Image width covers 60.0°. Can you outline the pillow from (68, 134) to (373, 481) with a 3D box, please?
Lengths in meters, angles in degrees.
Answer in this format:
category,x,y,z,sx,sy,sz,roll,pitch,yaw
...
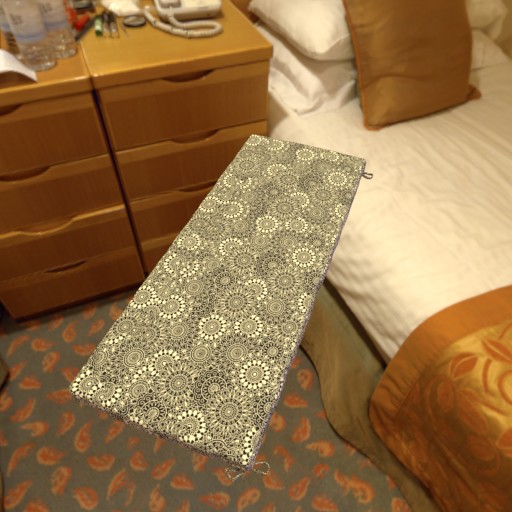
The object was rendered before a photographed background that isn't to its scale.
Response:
category,x,y,z,sx,sy,sz,roll,pitch,yaw
pillow,0.000,0.000,1.329,0.492,0.081,1.187,16,50,14
